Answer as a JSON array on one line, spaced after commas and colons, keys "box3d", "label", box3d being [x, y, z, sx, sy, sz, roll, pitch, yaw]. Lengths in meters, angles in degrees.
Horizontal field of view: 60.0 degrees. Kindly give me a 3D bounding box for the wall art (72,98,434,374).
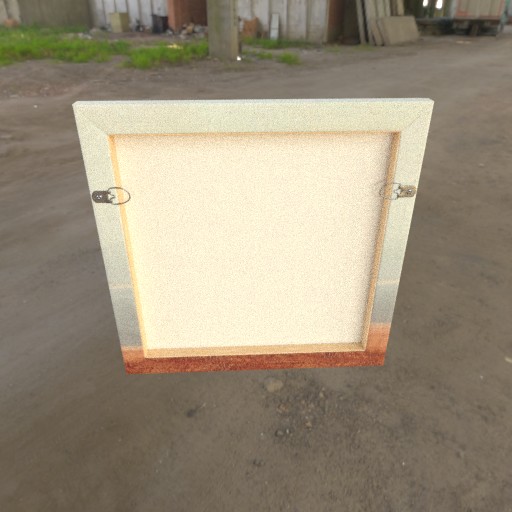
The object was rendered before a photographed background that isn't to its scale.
[{"box3d": [0.000, 0.000, 0.604, 0.405, 0.405, 0.023, -1, 30, -2], "label": "wall art"}]
